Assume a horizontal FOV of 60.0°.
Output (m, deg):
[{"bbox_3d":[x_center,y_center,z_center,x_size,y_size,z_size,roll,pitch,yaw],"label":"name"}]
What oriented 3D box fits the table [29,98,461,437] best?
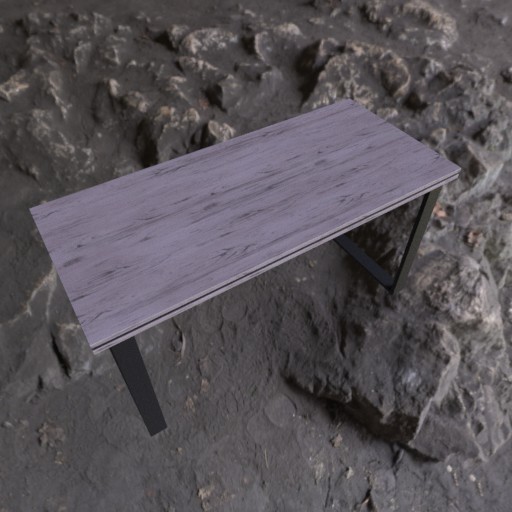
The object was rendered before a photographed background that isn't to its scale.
[{"bbox_3d":[0.000,0.000,2.307,1.778,0.899,0.795,-25,52,-22],"label":"table"}]
